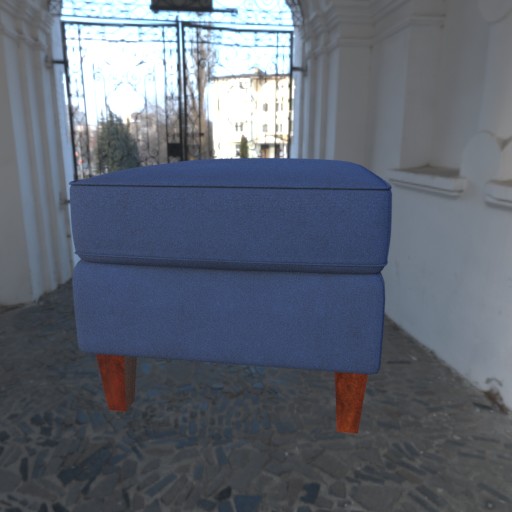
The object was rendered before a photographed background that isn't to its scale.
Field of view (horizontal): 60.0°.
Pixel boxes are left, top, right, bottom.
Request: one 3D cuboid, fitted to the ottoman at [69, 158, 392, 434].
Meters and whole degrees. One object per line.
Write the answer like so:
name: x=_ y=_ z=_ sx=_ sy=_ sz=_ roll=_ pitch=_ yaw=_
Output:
ottoman: x=0.000 y=0.000 z=1.378 sx=0.686 sy=0.584 sz=0.965 roll=2 pitch=14 yaw=9
